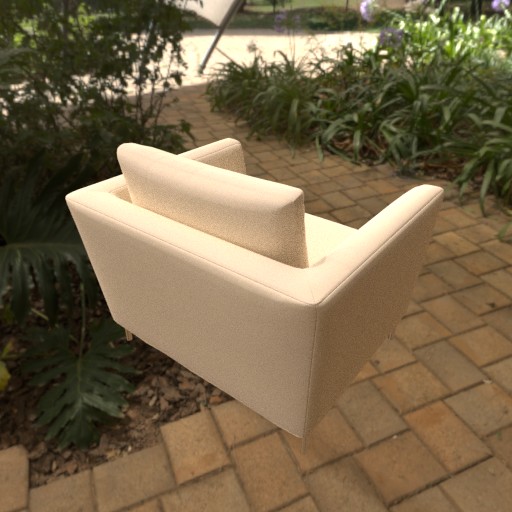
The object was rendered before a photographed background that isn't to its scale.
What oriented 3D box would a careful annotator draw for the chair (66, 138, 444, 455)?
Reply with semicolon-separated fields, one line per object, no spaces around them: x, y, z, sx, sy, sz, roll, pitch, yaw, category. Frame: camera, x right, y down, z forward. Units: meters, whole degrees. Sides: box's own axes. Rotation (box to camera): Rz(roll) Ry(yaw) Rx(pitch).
0.000;0.000;1.675;1.041;0.865;0.889;22;37;32;chair
